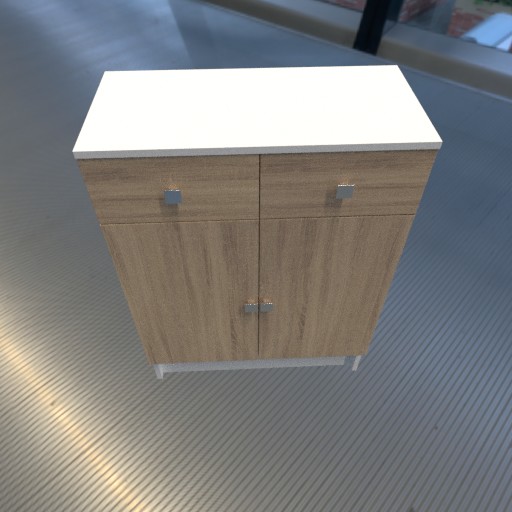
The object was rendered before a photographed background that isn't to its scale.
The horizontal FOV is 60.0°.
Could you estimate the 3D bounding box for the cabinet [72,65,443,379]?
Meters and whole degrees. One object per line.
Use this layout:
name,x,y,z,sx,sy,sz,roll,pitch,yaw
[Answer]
cabinet,0.000,0.000,1.108,0.600,0.815,0.296,-2,47,-2
